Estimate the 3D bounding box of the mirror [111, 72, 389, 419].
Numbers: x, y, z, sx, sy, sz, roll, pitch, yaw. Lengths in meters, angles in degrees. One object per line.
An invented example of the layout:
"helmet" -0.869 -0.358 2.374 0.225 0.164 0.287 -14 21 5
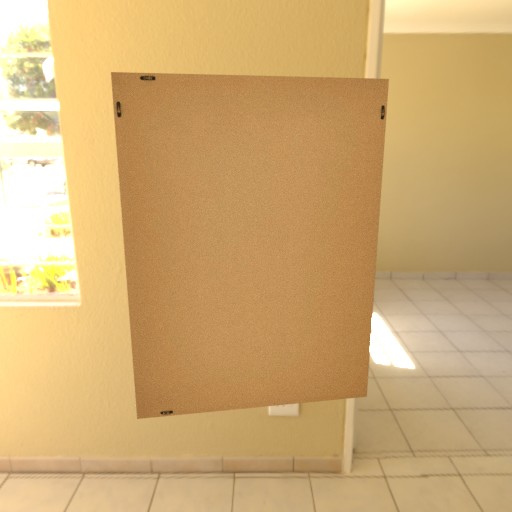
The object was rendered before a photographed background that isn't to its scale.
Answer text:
"mirror" 0.000 0.000 1.341 0.762 1.016 0.041 -2 15 -9
